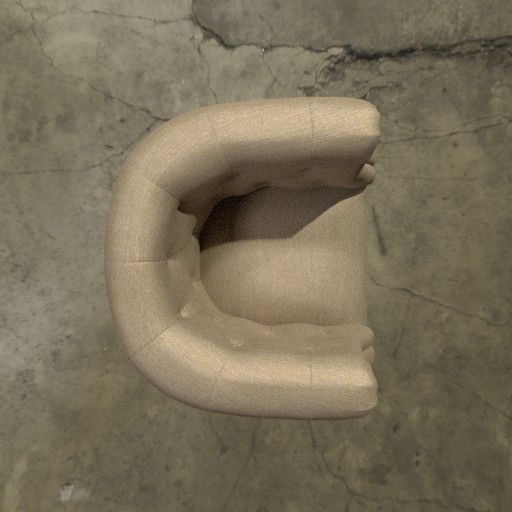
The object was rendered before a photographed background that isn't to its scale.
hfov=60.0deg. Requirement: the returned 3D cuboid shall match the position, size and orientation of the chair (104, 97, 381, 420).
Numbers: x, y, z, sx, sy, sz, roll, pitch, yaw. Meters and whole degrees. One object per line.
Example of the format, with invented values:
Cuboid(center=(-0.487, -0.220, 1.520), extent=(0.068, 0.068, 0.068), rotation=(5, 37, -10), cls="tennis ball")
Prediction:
Cuboid(center=(0.000, 0.000, 1.565), extent=(0.852, 0.827, 0.905), rotation=(0, 92, 0), cls="chair")
